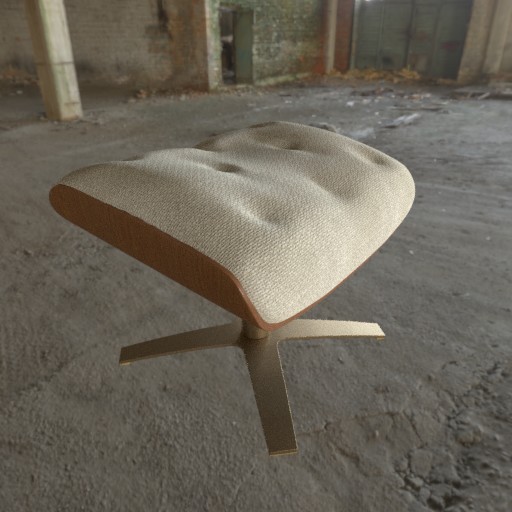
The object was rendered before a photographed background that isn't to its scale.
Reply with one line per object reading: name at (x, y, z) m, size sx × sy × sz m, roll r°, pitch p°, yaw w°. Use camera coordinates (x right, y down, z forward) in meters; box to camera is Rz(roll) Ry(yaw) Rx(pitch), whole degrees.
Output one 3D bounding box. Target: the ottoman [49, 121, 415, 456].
ottoman at (0.000, 0.000, 0.784) m, size 0.394 × 0.391 × 0.520 m, roll 18°, pitch 32°, yaw 32°
